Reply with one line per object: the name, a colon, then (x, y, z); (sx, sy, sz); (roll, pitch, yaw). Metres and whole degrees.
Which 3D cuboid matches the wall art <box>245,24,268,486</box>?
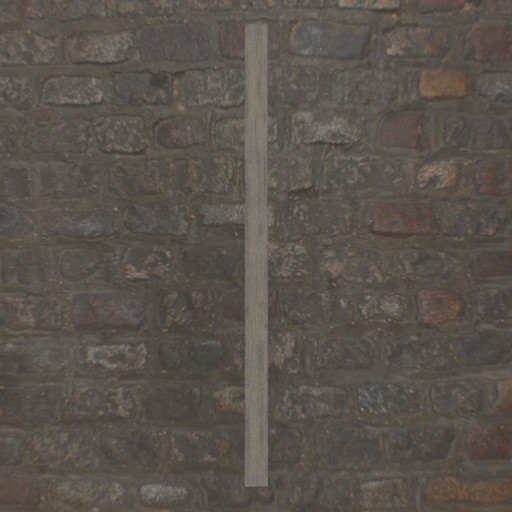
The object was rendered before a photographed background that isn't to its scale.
wall art: (0.000, 0.000, 1.111); (0.038, 0.762, 0.762); (0, 89, 0)
